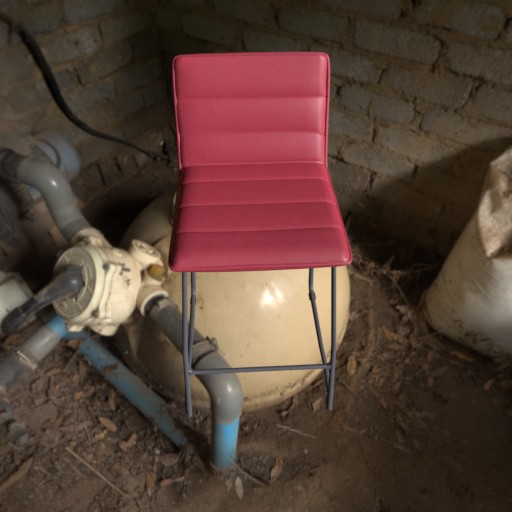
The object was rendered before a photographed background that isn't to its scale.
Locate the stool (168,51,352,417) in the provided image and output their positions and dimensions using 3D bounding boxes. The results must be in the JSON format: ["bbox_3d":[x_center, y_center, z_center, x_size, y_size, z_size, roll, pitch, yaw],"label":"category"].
[{"bbox_3d":[0.000,0.000,1.247,0.489,0.937,0.524,-2,46,-2],"label":"stool"}]
